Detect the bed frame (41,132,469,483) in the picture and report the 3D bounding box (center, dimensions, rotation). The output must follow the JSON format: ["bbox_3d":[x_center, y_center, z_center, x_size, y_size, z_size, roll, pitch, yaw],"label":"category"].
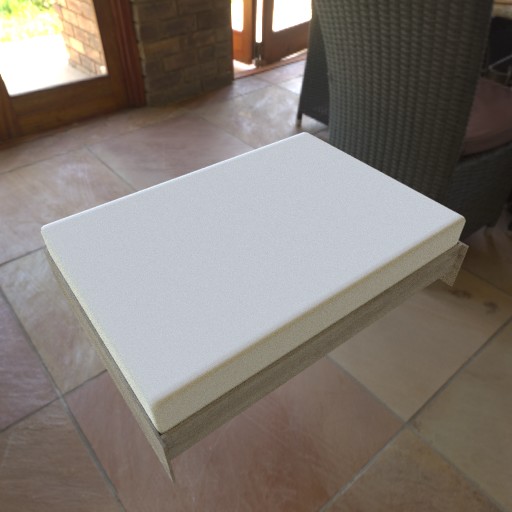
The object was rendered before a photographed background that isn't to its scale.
[{"bbox_3d":[0.000,0.000,2.564,1.945,0.497,1.445,-26,48,-27],"label":"bed frame"}]
